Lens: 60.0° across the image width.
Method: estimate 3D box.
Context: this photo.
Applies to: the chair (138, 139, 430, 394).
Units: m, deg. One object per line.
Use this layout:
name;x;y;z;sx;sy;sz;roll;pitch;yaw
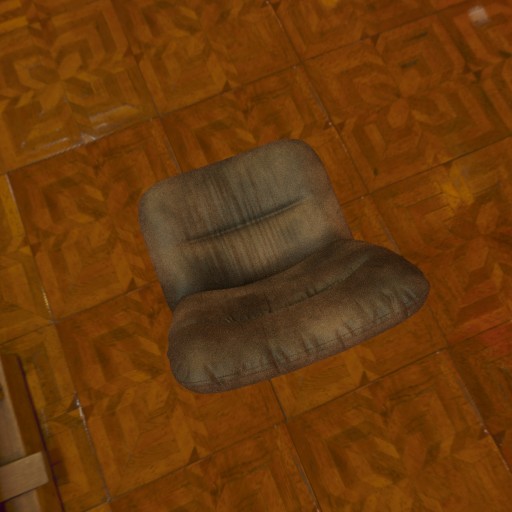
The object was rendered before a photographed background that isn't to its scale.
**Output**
chair;0.000;0.000;1.241;0.549;0.870;0.622;-20;77;-5
